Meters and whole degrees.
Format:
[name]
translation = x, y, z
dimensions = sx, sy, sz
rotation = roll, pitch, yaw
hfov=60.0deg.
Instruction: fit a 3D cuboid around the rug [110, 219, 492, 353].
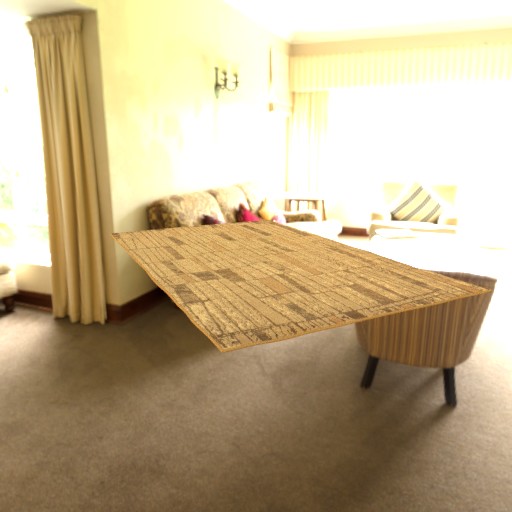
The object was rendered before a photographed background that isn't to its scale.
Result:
[rug]
translation = 0.000, 0.000, 3.024
dimensions = 1.531, 0.023, 2.444
rotation = -7, 16, -26
